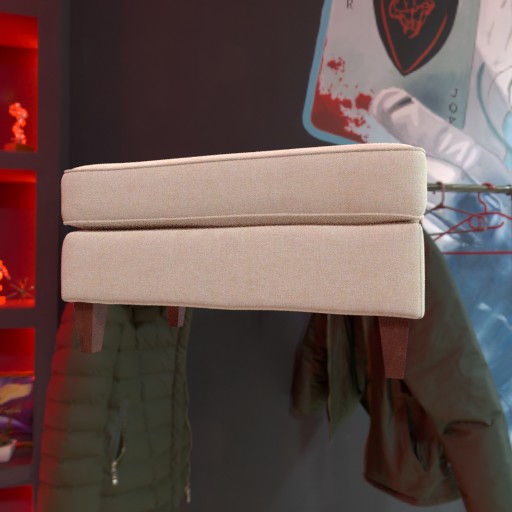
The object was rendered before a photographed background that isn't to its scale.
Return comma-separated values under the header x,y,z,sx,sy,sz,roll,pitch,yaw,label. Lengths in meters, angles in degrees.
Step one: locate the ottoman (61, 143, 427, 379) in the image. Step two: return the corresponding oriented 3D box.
x,y,z,sx,sy,sz,roll,pitch,yaw,label
0.000,0.000,1.215,0.862,0.484,0.583,0,0,19,ottoman
